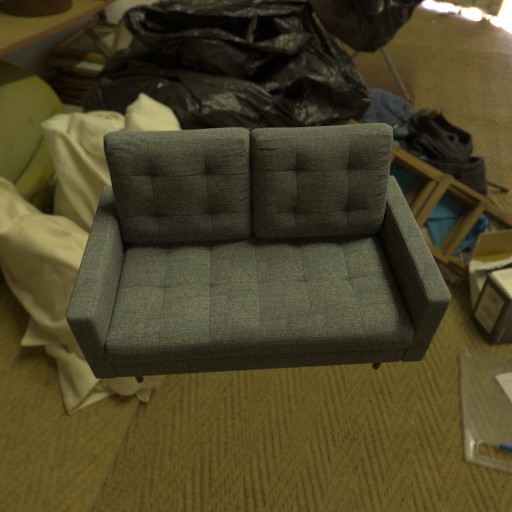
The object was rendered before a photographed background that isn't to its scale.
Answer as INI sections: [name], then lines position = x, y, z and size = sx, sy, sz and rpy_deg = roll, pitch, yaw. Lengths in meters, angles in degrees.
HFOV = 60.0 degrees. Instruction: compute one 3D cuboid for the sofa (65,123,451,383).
[sofa]
position = 0.000, 0.000, 1.937
size = 1.407, 0.907, 0.842
rpy_deg = -3, 45, -3
